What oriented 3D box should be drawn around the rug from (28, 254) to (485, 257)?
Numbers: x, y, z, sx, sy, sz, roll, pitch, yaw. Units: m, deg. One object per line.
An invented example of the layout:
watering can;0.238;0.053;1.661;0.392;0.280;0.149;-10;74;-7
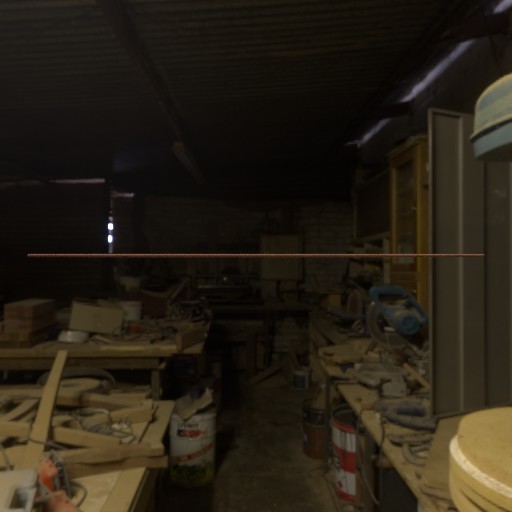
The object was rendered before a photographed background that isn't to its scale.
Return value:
rug;0.000;0.000;3.120;2.438;0.014;1.524;0;0;-1
